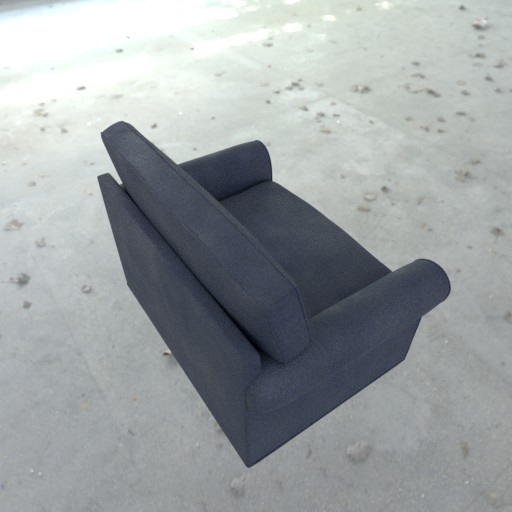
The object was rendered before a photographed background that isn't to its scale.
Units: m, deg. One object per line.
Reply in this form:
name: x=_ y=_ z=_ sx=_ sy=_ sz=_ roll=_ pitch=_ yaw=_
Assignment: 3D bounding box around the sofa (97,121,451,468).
sofa: x=0.000 y=0.000 z=2.043 sx=0.938 sy=1.004 sz=1.405 roll=-25 pitch=48 yaw=-25
